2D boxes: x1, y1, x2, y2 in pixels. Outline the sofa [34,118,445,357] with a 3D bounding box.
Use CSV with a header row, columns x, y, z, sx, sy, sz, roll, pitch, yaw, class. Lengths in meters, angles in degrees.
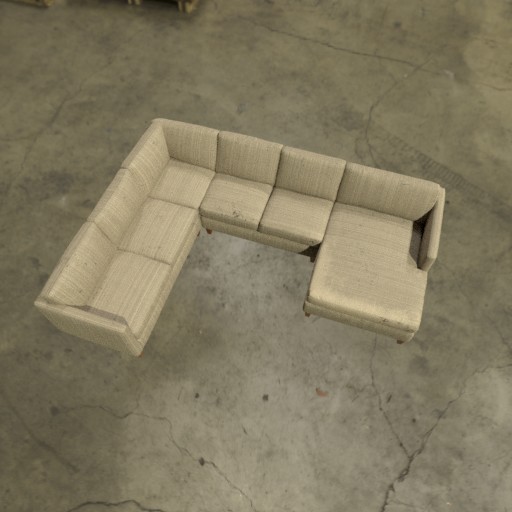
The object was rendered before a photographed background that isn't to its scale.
x,y,z,sx,sy,sz,roll,pitch,yaw,class
0.000,0.000,4.577,3.460,0.961,2.594,16,60,9,sofa
